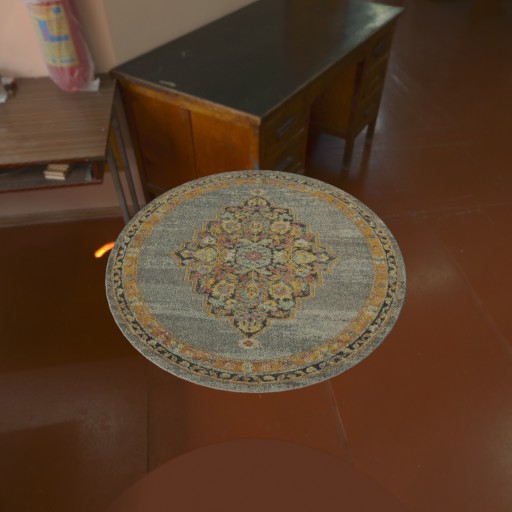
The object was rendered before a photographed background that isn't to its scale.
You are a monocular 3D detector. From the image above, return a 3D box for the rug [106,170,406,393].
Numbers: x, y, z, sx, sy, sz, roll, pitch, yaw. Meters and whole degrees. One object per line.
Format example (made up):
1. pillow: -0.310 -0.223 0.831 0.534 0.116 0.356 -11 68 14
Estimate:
1. rug: 0.000 0.000 2.419 1.598 0.010 1.598 0 46 0
